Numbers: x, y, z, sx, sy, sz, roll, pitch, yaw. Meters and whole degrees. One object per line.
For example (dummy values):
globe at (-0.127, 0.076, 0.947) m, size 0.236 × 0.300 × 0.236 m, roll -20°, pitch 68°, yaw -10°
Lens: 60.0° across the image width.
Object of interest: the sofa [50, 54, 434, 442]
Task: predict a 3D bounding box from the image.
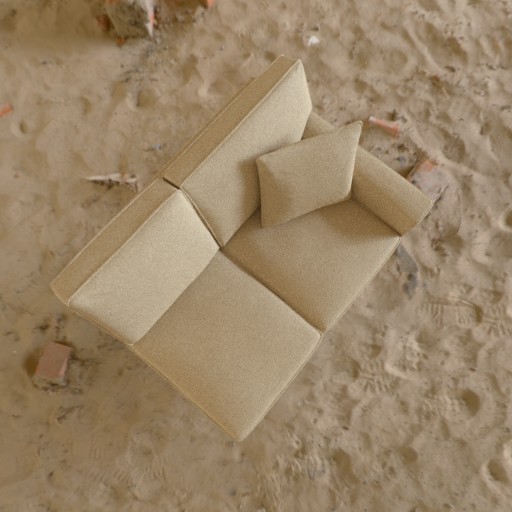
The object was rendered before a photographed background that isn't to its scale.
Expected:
sofa at (0.000, 0.000, 2.091) m, size 0.991 × 0.989 × 1.388 m, roll 40°, pitch 80°, yaw 9°
